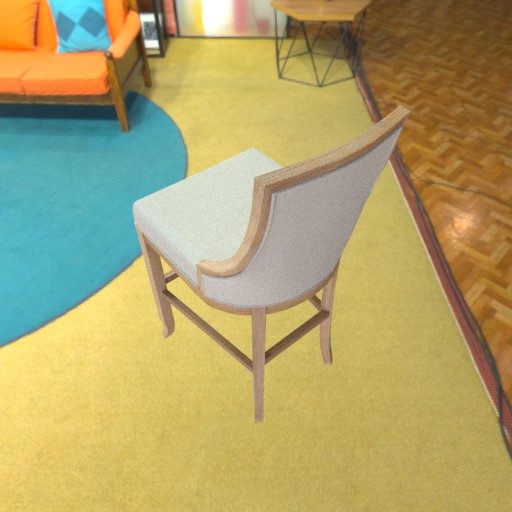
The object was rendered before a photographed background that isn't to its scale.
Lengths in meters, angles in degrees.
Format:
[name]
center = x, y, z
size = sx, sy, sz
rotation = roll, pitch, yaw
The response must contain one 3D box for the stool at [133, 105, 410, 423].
[stool]
center = 0.000, 0.000, 1.442
size = 0.524, 1.101, 0.626
rotation = -31, 53, -27
